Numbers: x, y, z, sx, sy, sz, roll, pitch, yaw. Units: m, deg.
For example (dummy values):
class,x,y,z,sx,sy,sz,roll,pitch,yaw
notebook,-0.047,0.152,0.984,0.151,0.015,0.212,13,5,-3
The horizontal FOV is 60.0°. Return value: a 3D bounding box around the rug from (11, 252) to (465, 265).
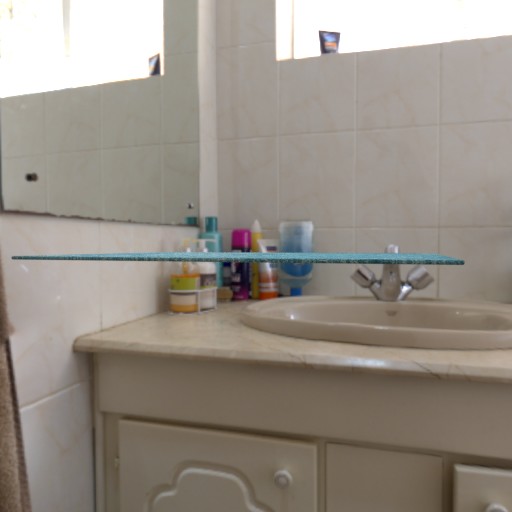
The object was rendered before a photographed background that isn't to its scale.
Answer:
class,x,y,z,sx,sy,sz,roll,pitch,yaw
rug,0.000,0.000,4.079,3.217,0.027,2.405,0,1,18
